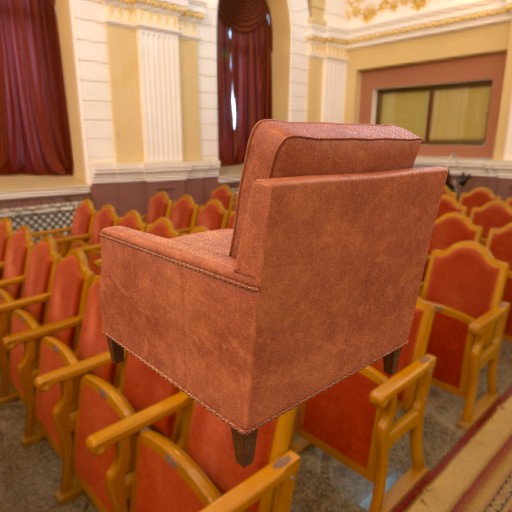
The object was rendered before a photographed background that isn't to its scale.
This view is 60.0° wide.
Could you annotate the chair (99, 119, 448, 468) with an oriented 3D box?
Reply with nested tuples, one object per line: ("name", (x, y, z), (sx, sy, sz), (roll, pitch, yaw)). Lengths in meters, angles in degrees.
("chair", (0.000, 0.000, 1.665), (0.853, 0.943, 1.014), (-13, 19, -41))
